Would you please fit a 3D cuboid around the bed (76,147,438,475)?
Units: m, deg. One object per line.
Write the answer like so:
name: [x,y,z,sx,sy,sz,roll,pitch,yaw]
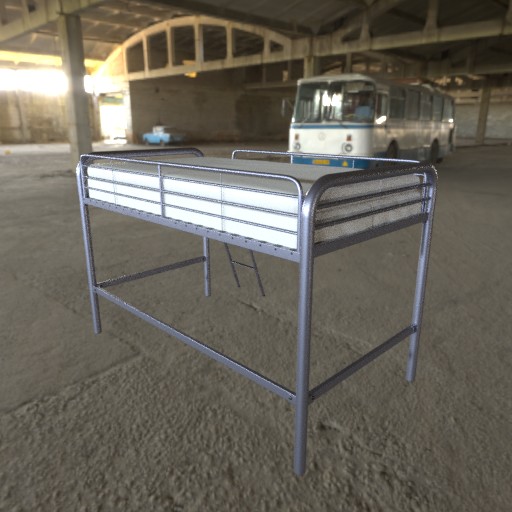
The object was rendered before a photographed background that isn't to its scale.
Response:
bed: [0.000,0.000,2.880,1.415,1.288,1.965,-16,23,-43]
